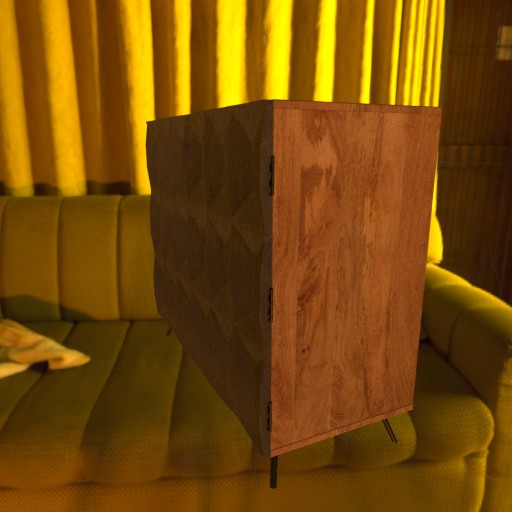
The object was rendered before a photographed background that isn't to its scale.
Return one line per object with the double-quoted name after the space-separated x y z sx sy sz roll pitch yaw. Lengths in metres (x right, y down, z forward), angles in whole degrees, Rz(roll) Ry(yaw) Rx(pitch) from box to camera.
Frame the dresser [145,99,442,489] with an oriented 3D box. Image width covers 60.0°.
0.000 0.000 1.402 0.446 0.847 0.967 -7 16 -25 "dresser"
